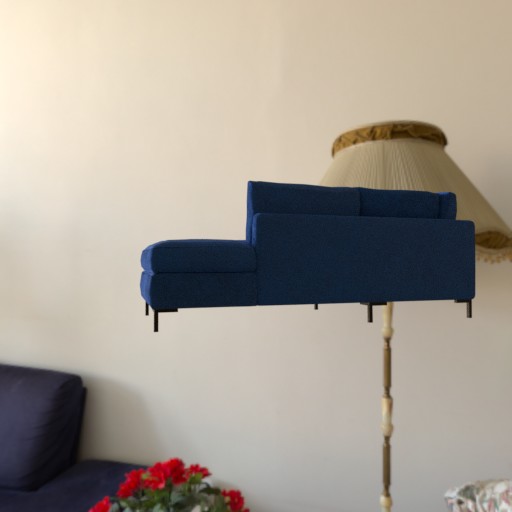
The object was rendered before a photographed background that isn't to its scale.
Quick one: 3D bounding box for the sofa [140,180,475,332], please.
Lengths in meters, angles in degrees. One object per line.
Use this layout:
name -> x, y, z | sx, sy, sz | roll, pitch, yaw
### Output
sofa -> 0.000, 0.000, 3.262 | 1.707, 0.687, 2.486 | 0, -1, -17
